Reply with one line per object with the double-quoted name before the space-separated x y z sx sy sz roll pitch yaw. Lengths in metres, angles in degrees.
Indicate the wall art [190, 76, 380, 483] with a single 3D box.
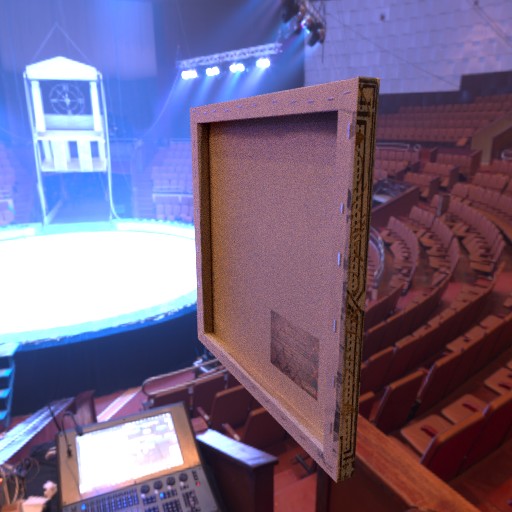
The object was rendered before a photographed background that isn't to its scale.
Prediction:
"wall art" 0.000 0.000 0.896 0.036 0.607 0.609 -8 16 -27
